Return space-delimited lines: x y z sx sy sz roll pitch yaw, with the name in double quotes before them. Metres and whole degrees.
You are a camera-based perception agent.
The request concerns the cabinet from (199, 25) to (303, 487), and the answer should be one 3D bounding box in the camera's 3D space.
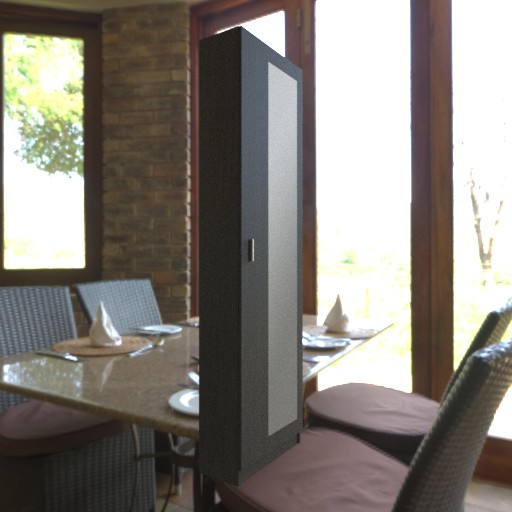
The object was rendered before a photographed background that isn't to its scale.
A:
"cabinet" 0.000 0.000 1.977 0.230 1.790 0.500 0 0 34
